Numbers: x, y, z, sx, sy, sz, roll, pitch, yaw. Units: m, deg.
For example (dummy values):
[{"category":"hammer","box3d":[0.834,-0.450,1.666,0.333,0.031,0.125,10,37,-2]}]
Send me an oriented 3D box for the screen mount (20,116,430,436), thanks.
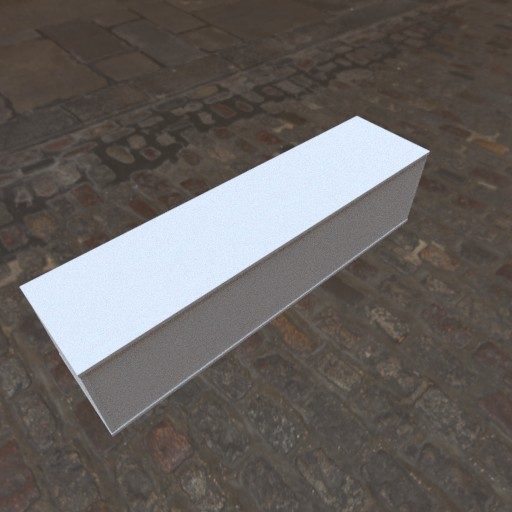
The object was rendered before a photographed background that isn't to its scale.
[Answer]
[{"category":"screen mount","box3d":[0.000,0.000,1.817,1.600,0.520,0.418,-32,54,-27]}]
